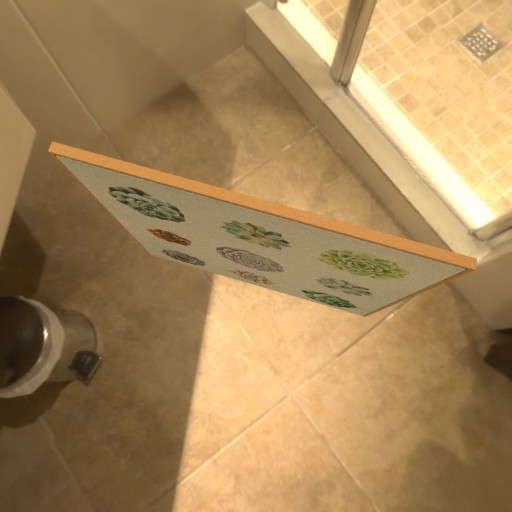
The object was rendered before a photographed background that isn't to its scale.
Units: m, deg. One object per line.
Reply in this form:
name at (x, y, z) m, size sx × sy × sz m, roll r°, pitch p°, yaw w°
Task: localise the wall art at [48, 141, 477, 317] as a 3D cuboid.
wall art at (0.000, 0.000, 0.677) m, size 0.457 × 0.455 × 0.013 m, roll 16°, pitch 77°, yaw 4°
